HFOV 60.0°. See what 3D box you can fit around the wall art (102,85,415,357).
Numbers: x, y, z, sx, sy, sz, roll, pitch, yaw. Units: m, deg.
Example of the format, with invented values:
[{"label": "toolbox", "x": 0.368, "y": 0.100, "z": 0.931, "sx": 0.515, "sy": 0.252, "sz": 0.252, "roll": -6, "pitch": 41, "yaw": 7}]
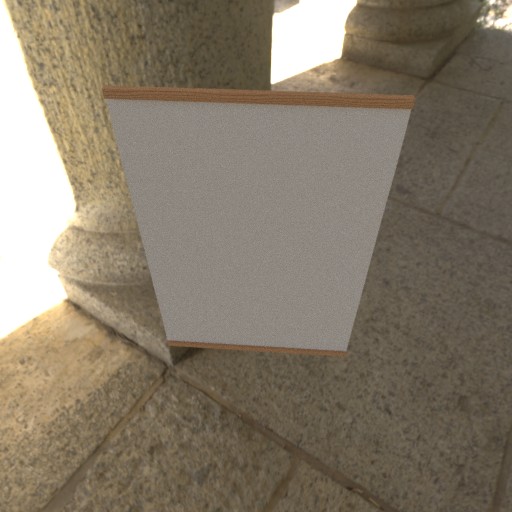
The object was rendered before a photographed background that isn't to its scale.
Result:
[{"label": "wall art", "x": 0.000, "y": 0.000, "z": 1.979, "sx": 1.011, "sy": 1.521, "sz": 0.025, "roll": 3, "pitch": 46, "yaw": 3}]
